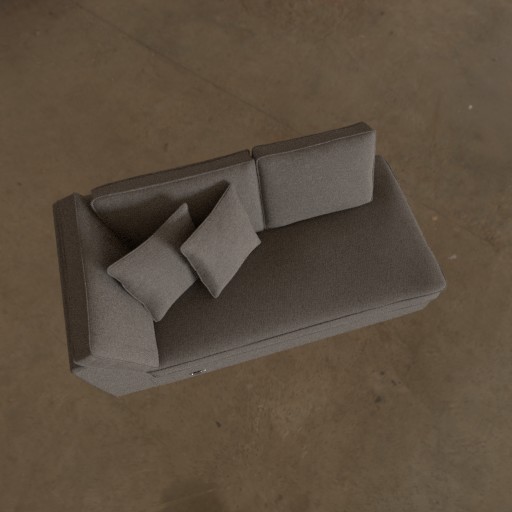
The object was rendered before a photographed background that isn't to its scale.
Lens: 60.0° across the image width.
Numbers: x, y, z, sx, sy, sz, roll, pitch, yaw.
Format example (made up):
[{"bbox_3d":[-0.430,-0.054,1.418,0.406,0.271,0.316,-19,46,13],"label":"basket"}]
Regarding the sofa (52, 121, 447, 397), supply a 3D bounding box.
[{"bbox_3d":[0.000,0.000,2.829,2.237,1.033,1.110,-15,65,-7],"label":"sofa"}]
